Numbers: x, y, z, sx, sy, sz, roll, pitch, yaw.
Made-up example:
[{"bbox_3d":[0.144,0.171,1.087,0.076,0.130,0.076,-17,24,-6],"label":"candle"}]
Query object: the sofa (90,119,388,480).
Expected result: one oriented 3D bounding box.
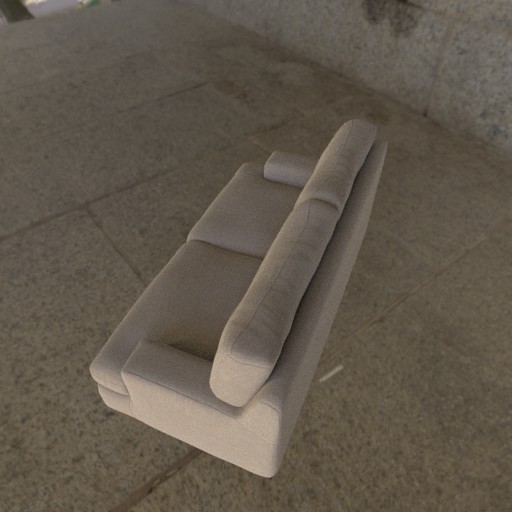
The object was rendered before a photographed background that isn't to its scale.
[{"bbox_3d":[0.000,0.000,2.426,0.962,0.980,1.855,17,49,16],"label":"sofa"}]
